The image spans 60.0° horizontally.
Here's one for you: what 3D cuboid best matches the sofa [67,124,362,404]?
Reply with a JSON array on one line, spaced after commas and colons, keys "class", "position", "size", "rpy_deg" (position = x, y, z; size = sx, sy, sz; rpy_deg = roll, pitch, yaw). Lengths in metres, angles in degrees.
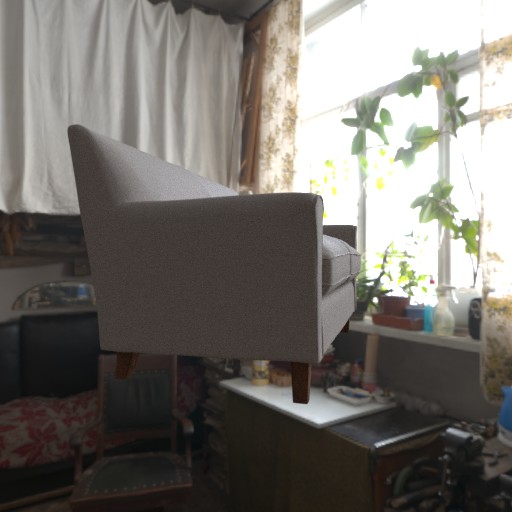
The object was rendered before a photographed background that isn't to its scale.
[{"class": "sofa", "position": [0.000, 0.000, 2.065], "size": [0.888, 0.890, 1.482], "rpy_deg": [0, 0, 17]}]
